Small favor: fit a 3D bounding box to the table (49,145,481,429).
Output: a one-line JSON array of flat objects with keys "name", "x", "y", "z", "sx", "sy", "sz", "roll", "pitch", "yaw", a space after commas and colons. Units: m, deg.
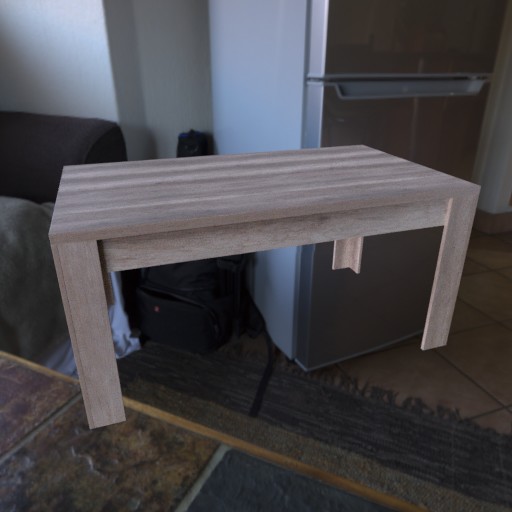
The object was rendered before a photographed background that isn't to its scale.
[{"name": "table", "x": 0.000, "y": 0.000, "z": 2.093, "sx": 1.600, "sy": 0.775, "sz": 0.900, "roll": -8, "pitch": 26, "yaw": -17}]
